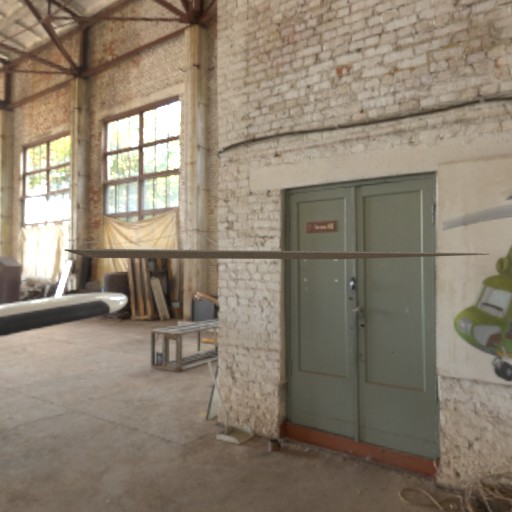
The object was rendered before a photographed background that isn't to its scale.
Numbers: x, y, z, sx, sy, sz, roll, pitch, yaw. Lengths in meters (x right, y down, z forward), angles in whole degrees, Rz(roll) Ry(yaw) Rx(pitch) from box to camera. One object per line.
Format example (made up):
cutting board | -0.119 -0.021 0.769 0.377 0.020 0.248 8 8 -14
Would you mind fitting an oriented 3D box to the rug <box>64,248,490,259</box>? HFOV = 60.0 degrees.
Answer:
rug | 0.000 0.000 3.945 2.940 0.013 2.312 0 -1 -18
